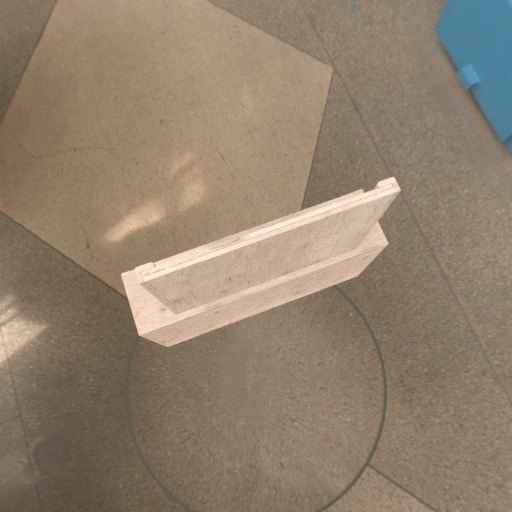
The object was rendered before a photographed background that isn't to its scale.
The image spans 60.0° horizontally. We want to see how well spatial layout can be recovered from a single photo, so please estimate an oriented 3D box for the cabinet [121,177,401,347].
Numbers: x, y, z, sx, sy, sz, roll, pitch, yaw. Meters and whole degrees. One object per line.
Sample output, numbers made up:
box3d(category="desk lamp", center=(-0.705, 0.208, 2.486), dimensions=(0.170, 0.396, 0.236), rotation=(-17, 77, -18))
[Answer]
box3d(category="cabinet", center=(0.000, 0.000, 2.816), dimensions=(1.700, 1.981, 0.420), rotation=(-20, 75, -6))
